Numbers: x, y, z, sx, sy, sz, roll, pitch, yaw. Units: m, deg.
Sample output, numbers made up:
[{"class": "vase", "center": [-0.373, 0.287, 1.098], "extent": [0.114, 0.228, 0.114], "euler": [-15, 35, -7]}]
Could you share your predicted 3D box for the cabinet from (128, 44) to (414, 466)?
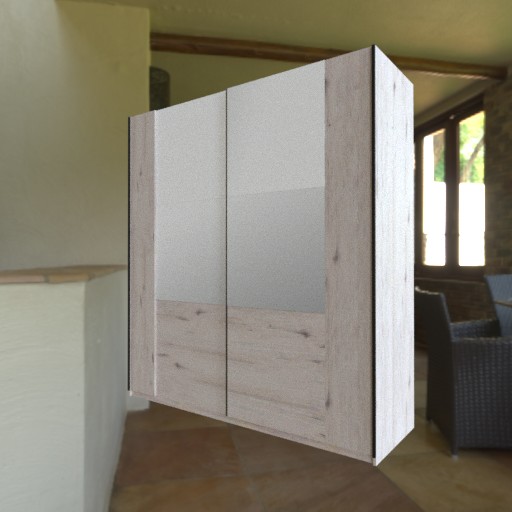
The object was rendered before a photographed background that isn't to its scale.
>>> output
[{"class": "cabinet", "center": [0.000, 0.000, 3.140], "extent": [2.000, 2.180, 0.660], "euler": [0, 0, 36]}]
